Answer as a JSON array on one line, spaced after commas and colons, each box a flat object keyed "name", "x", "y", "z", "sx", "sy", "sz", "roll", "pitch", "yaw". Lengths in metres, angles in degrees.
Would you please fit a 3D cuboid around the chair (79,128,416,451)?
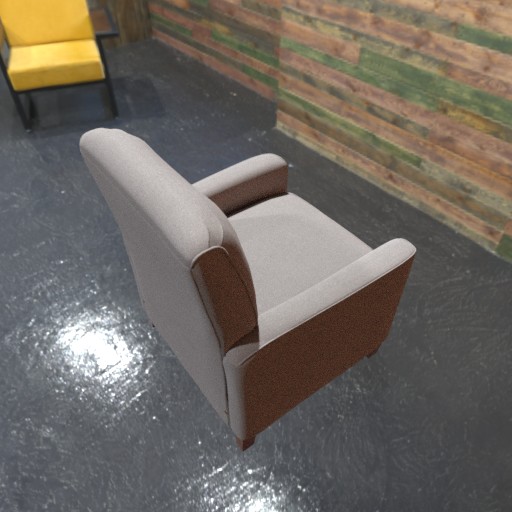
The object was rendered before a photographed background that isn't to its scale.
[{"name": "chair", "x": 0.000, "y": 0.000, "z": 1.640, "sx": 0.859, "sy": 1.023, "sz": 0.845, "roll": -27, "pitch": 50, "yaw": -26}]
